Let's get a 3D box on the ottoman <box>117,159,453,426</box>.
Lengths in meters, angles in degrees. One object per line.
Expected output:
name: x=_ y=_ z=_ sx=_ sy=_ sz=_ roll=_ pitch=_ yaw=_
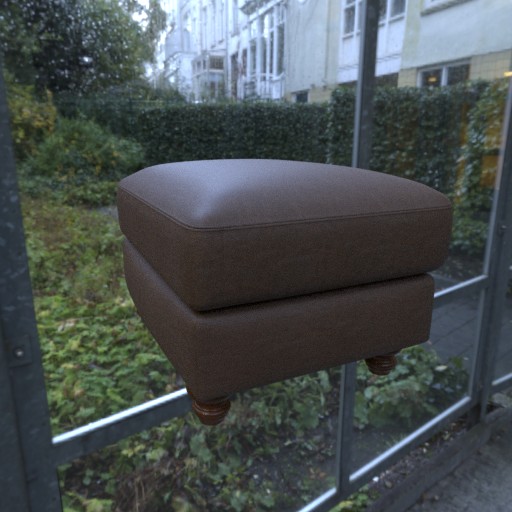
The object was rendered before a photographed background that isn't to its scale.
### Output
ottoman: x=0.000 y=0.000 z=1.210 sx=0.635 sy=0.508 sz=0.787 roll=-7 pitch=17 yaw=-25
